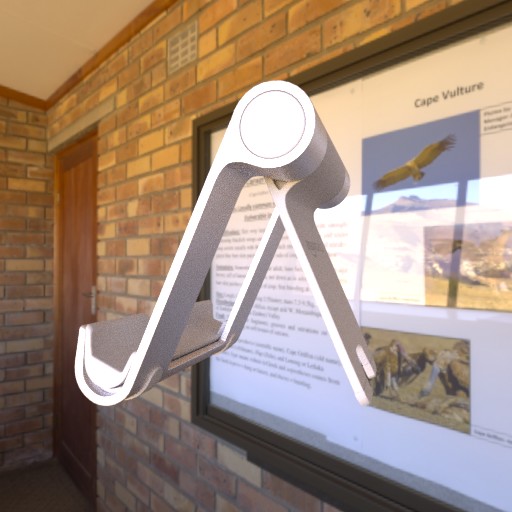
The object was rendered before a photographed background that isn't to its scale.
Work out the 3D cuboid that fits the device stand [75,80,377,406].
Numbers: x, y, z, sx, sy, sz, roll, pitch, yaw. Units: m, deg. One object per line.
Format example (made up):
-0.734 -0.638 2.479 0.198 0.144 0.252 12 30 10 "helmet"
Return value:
0.000 0.000 0.153 0.079 0.084 0.086 0 -1 17 "device stand"
